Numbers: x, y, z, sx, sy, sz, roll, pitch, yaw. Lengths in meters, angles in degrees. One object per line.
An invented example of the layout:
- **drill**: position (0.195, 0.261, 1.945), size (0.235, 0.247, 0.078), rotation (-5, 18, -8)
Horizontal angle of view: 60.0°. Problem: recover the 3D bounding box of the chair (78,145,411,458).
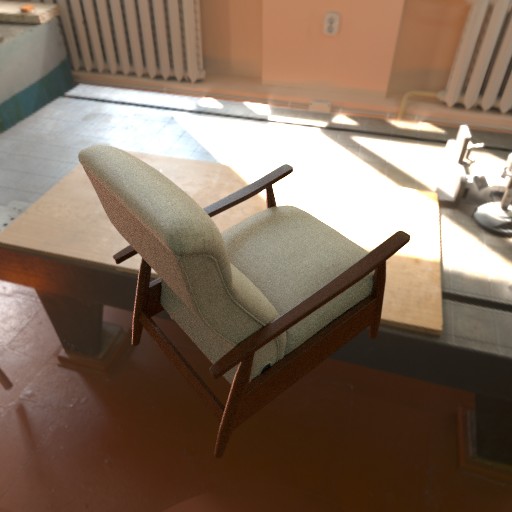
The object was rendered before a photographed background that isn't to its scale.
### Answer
- **chair**: position (0.000, 0.000, 1.827), size (1.014, 1.082, 0.762), rotation (-28, 48, -28)
